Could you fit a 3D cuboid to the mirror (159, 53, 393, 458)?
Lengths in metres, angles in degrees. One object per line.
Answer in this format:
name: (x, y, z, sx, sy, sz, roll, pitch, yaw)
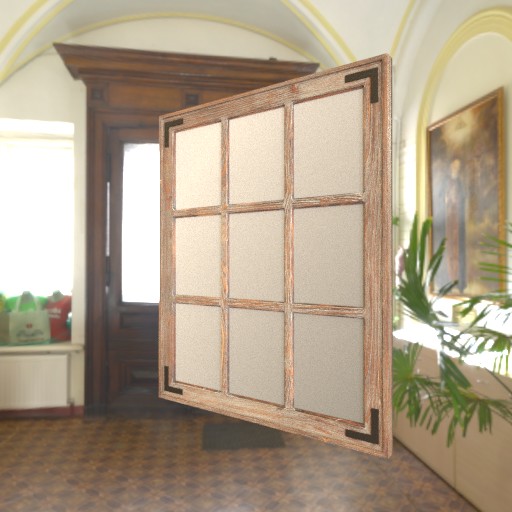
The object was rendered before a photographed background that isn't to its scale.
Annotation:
mirror: (0.000, 0.000, 1.191, 0.730, 0.882, 0.032, 0, 0, 36)
